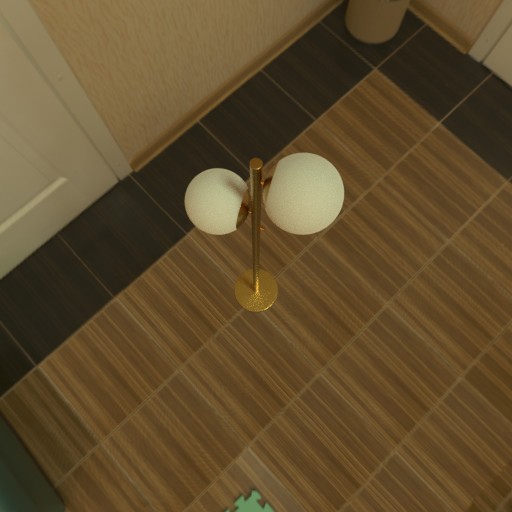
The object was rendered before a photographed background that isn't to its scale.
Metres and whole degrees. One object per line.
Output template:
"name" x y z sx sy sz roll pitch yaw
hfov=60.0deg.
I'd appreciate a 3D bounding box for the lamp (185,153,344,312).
"lamp" 0.000 0.000 1.749 0.419 1.641 0.249 17 76 4
